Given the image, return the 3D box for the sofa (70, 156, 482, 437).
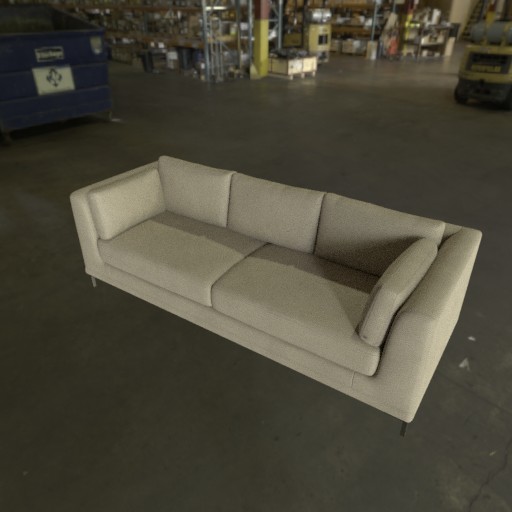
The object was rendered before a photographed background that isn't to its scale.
[{"bbox_3d":[0.000,0.000,2.876,2.415,0.867,0.969,19,35,29],"label":"sofa"}]
